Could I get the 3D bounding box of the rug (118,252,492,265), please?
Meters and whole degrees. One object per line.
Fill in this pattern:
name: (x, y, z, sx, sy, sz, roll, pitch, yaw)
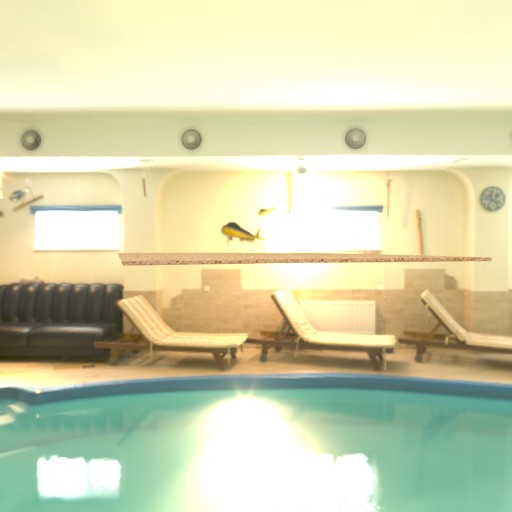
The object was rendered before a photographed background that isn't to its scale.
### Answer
rug: (0.000, 0.000, 4.067, 2.400, 0.025, 3.000, 0, 1, -18)
